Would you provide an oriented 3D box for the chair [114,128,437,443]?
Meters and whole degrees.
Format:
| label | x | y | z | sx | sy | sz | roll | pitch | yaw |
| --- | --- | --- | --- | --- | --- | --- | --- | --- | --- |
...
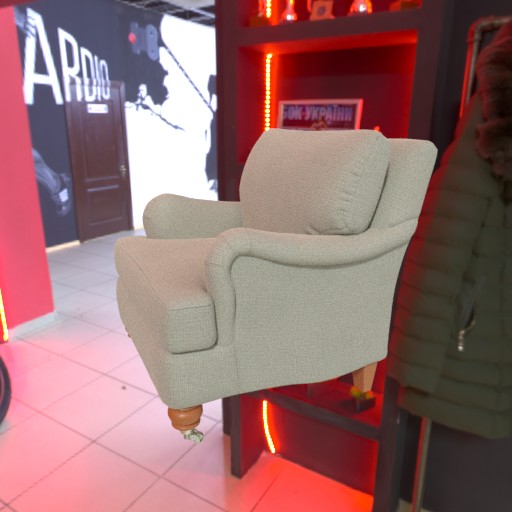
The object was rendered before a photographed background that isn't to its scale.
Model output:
| label | x | y | z | sx | sy | sz | roll | pitch | yaw |
| --- | --- | --- | --- | --- | --- | --- | --- | --- | --- |
| chair | 0.000 | 0.000 | 1.887 | 1.070 | 1.038 | 0.955 | -8 | 18 | -25 |
